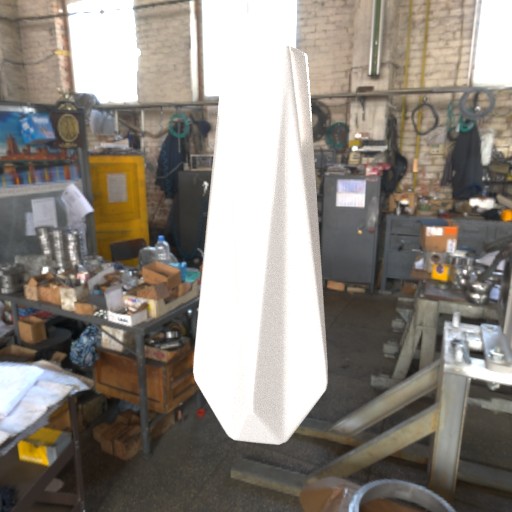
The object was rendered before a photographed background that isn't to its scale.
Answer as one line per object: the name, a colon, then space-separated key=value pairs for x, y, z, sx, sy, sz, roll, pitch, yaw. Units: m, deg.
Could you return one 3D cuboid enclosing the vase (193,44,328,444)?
vase: x=0.000 y=0.000 z=0.388 sx=0.116 sy=0.329 sz=0.122 roll=-2 pitch=14 yaw=-9
